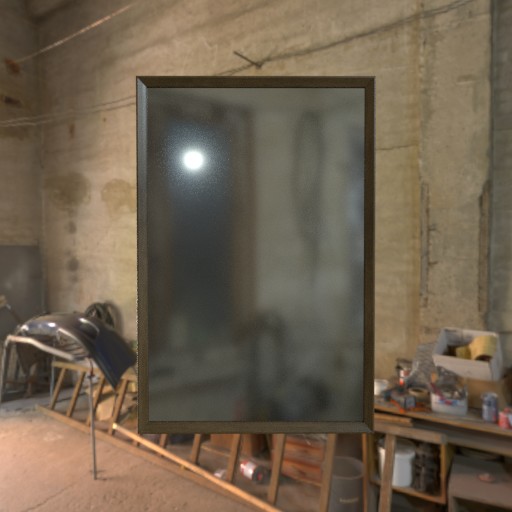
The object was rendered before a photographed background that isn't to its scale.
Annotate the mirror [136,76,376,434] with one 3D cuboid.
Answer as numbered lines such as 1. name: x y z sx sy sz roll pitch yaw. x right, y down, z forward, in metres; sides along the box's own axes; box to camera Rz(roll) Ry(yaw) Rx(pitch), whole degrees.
1. mirror: 0.000 0.000 1.152 0.609 0.915 0.041 0 1 0
